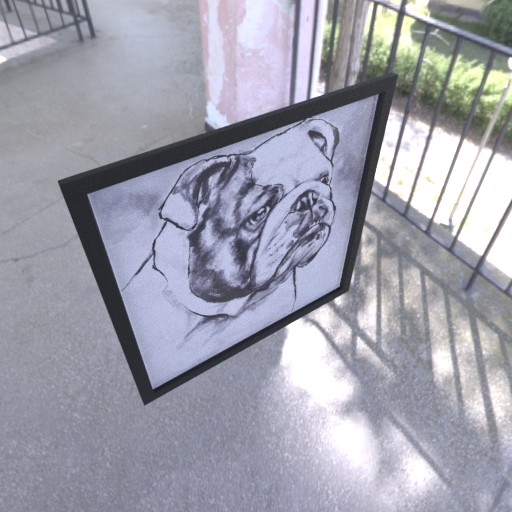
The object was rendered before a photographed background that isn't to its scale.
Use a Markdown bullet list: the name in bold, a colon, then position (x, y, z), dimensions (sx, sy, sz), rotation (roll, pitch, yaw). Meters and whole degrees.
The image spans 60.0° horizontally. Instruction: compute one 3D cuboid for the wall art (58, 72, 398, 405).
- **wall art**: position (0.000, 0.000, 0.981), dimensions (0.663, 0.659, 0.016), rotation (-25, 50, -23)
